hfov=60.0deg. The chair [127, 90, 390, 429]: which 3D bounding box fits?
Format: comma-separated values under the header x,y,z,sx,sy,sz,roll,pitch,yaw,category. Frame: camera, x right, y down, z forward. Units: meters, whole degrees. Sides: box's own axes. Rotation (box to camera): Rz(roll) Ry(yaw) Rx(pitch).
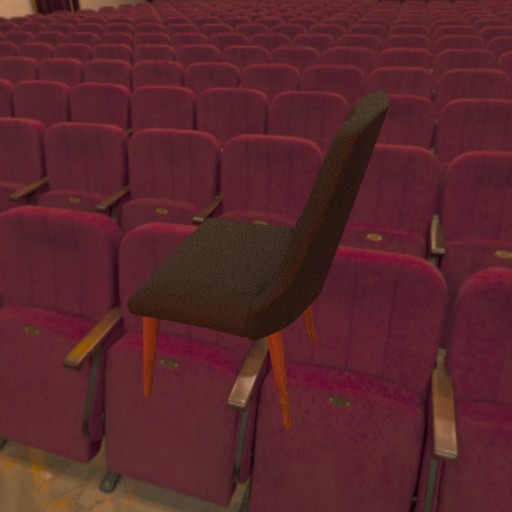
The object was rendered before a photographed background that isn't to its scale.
x,y,z,sx,sy,sz,roll,pitch,yaw,category
0.000,0.000,1.171,0.567,0.820,0.504,9,31,15,chair
